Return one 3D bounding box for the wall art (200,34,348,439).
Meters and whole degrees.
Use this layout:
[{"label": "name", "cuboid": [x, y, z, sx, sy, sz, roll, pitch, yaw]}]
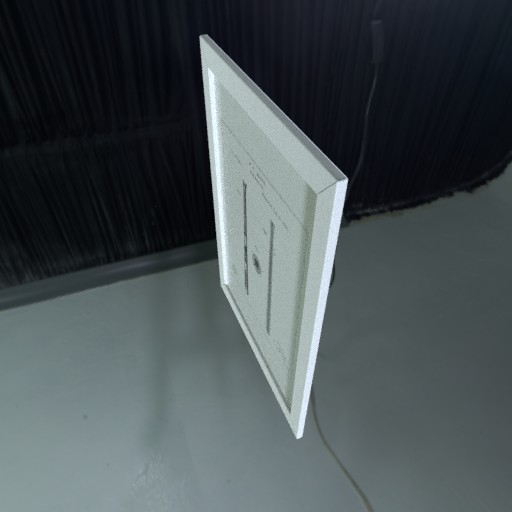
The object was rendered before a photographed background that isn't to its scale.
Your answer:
[{"label": "wall art", "cuboid": [0.000, 0.000, 0.684, 0.012, 0.529, 0.374, -17, 48, -16]}]
